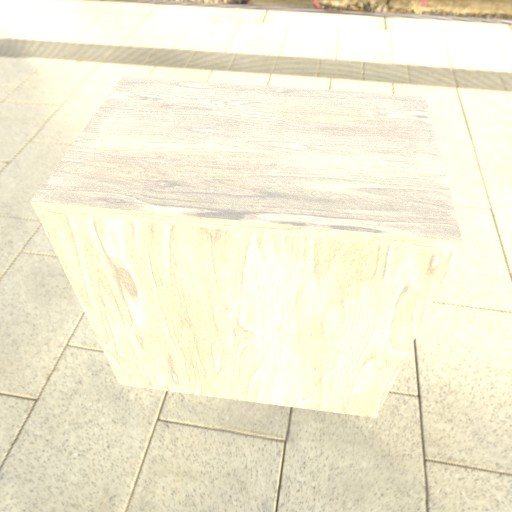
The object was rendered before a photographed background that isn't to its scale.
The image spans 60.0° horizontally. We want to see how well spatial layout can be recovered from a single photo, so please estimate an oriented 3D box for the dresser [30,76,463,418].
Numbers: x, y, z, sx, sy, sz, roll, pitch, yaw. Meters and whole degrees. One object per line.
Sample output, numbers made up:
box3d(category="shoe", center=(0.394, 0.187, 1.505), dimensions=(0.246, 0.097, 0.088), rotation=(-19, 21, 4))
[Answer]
box3d(category="dresser", center=(0.000, 0.000, 1.277), dimensions=(0.809, 0.762, 0.529), rotation=(6, 48, 5))
